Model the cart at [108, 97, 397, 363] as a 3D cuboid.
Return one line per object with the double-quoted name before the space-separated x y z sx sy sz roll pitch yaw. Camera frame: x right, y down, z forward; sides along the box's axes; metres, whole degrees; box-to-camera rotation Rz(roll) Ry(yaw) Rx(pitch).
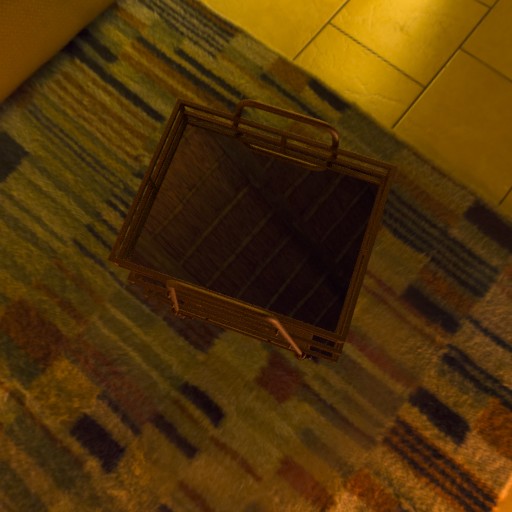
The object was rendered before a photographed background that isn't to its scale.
"cart" 0.000 0.000 1.265 0.711 0.883 0.441 19 77 4
